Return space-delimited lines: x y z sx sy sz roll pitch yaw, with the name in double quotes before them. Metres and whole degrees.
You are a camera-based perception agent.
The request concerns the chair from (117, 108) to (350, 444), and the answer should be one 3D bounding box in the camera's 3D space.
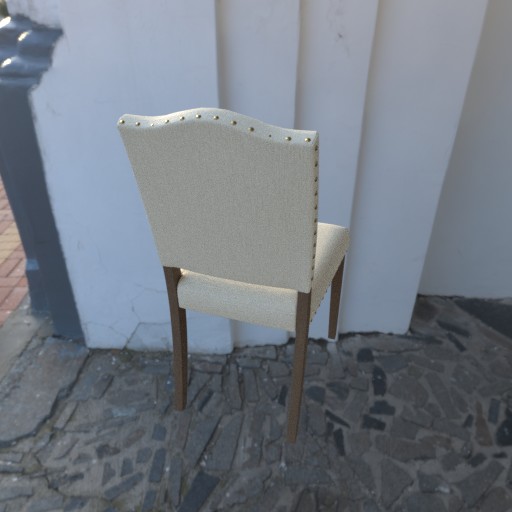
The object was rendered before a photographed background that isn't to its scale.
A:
"chair" 0.000 0.000 1.376 0.508 1.015 0.619 10 33 15
